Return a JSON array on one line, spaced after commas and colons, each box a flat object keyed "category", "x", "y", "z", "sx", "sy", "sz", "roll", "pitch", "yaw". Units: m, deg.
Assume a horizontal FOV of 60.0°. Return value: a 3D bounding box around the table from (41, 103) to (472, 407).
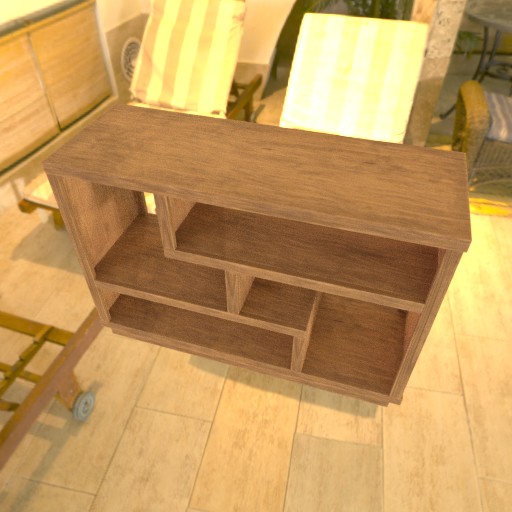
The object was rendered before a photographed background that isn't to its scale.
[{"category": "table", "x": 0.000, "y": 0.000, "z": 1.532, "sx": 1.151, "sy": 0.771, "sz": 0.410, "roll": 12, "pitch": 44, "yaw": 13}]
